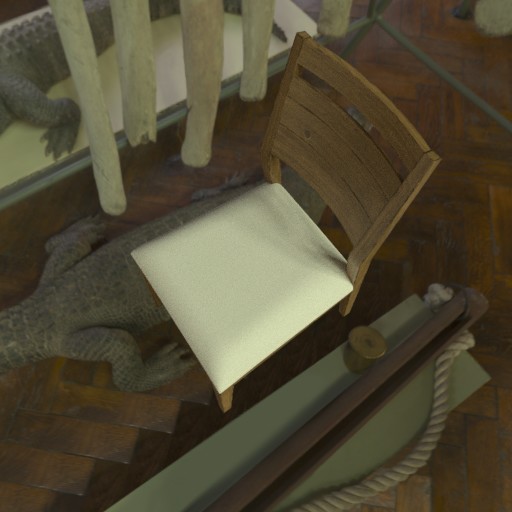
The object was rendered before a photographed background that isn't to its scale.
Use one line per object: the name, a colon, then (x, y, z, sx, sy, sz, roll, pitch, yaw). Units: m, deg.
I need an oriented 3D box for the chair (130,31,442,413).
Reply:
chair: (0.000, 0.000, 1.257, 0.610, 0.939, 0.497, -32, 69, -14)
